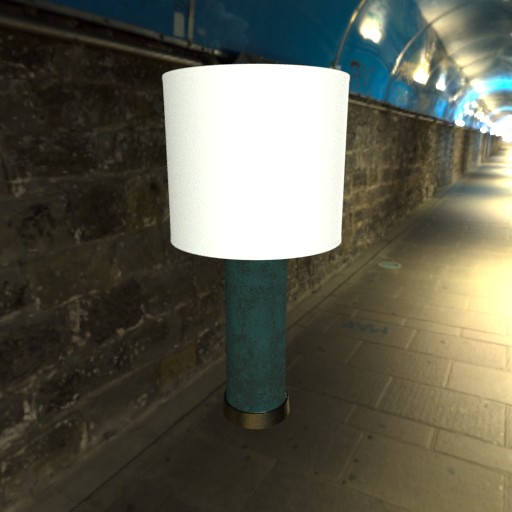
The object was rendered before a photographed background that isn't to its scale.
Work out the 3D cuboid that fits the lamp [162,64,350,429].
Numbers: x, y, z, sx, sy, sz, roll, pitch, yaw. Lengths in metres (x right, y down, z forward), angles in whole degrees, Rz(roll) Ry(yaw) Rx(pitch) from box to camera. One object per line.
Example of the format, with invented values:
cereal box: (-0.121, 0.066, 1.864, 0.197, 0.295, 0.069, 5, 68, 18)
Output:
lamp: (0.000, 0.000, 0.804, 0.301, 0.630, 0.301, 15, 21, 43)
